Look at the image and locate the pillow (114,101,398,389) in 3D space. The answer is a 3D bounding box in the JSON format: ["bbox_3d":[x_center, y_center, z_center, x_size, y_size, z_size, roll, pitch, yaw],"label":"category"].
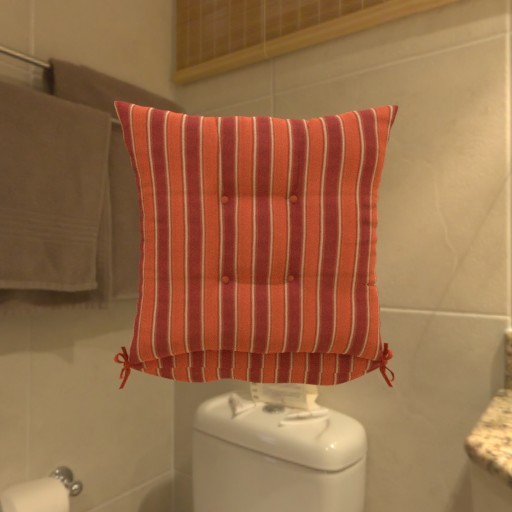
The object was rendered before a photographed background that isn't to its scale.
[{"bbox_3d":[0.000,0.000,1.022,0.541,0.536,0.585,0,-1,-1],"label":"pillow"}]
